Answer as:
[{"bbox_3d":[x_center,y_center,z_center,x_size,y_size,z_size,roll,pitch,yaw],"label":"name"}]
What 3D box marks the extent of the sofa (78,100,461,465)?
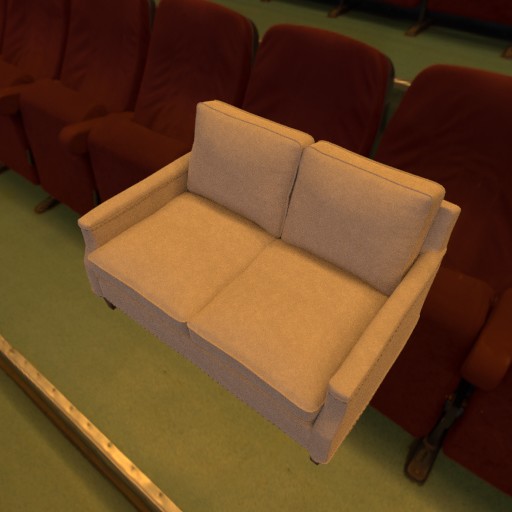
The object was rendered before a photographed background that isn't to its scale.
[{"bbox_3d":[0.000,0.000,2.256,1.597,1.002,1.084,29,52,26],"label":"sofa"}]
